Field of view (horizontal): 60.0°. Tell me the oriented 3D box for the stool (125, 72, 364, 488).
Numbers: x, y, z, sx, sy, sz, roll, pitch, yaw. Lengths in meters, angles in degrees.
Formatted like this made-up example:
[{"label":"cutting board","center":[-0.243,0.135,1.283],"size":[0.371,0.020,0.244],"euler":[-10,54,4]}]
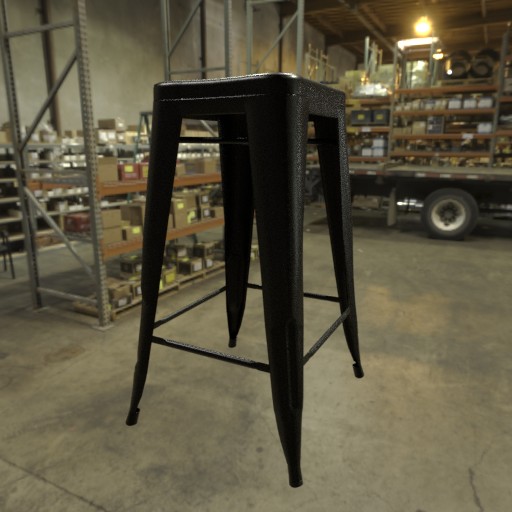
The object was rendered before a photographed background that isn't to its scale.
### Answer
[{"label":"stool","center":[0.000,0.000,0.850],"size":[0.359,0.609,0.399],"euler":[7,16,26]}]
